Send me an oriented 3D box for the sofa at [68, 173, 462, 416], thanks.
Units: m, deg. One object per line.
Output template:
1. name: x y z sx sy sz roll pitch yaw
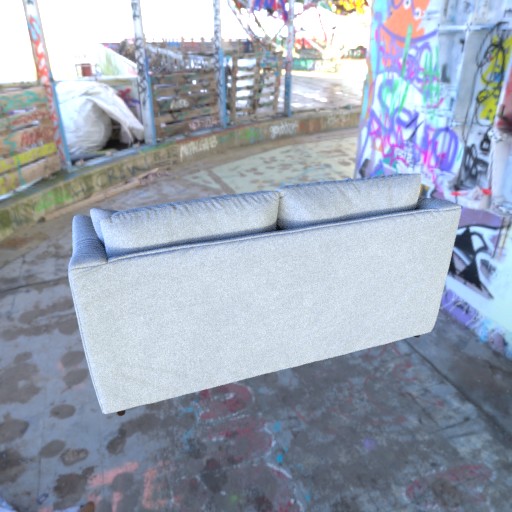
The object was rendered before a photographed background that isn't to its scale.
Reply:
1. sofa: 0.000 0.000 2.659 2.010 1.018 1.072 -10 28 -18
